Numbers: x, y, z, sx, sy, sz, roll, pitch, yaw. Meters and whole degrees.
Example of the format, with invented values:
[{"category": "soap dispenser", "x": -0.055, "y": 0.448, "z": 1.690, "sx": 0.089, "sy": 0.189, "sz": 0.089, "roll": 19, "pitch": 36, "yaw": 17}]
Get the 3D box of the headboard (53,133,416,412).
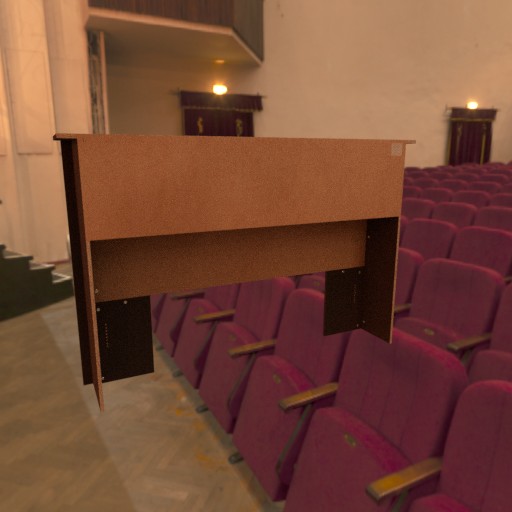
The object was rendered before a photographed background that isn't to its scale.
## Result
[{"category": "headboard", "x": 0.000, "y": 0.000, "z": 2.128, "sx": 1.671, "sy": 1.092, "sz": 0.279, "roll": -6, "pitch": 14, "yaw": -25}]
